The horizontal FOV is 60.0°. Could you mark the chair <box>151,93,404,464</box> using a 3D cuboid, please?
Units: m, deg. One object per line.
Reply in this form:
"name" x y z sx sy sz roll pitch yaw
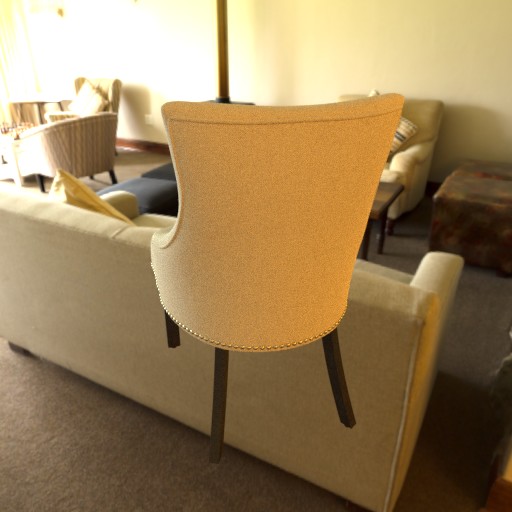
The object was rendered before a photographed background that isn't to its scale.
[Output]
"chair" 0.000 0.000 1.265 0.566 0.909 0.629 -8 27 -16
